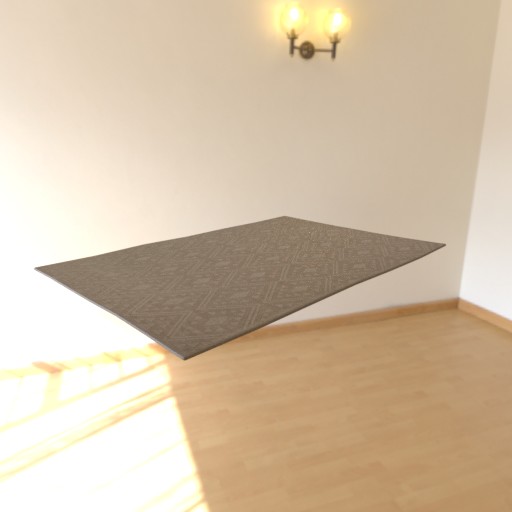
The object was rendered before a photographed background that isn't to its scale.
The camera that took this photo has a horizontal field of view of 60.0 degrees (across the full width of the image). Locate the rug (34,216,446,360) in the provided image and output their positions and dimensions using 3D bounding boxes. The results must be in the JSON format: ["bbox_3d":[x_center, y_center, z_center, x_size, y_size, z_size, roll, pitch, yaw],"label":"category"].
[{"bbox_3d":[0.000,0.000,2.352,1.829,0.034,1.252,-15,22,-42],"label":"rug"}]
